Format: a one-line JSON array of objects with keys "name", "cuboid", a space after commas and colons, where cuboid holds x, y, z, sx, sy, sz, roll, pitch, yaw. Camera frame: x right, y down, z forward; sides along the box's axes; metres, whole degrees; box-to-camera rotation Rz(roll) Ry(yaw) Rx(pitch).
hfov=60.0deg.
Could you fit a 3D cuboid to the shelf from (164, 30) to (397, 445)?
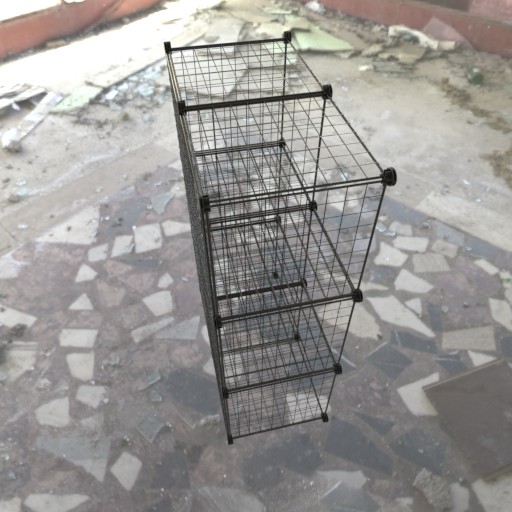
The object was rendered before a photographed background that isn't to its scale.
[{"name": "shelf", "cuboid": [0.000, 0.000, 1.384, 0.356, 1.067, 0.711, -10, 47, -9]}]
